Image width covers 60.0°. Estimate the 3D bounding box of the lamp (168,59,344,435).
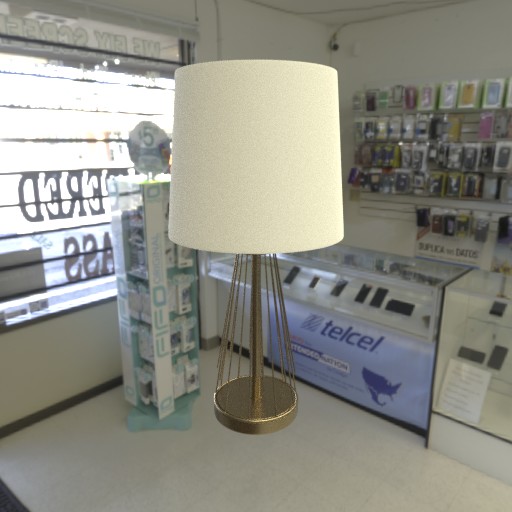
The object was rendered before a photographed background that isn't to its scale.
[{"bbox_3d":[0.000,0.000,0.791,0.303,0.618,0.303,0,14,0],"label":"lamp"}]
